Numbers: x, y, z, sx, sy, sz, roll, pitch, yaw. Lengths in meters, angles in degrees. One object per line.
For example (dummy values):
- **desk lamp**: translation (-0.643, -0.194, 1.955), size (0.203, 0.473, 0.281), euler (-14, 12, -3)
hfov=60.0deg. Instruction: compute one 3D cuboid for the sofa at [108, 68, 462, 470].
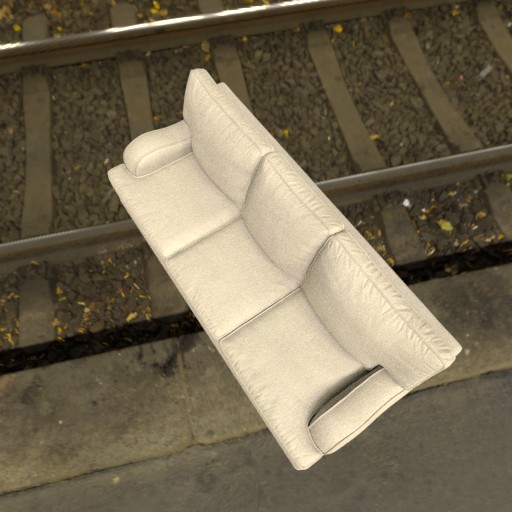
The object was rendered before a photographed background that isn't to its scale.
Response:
- **sofa**: translation (0.000, 0.000, 2.792), size (1.016, 0.991, 2.323), euler (-32, 68, -14)
